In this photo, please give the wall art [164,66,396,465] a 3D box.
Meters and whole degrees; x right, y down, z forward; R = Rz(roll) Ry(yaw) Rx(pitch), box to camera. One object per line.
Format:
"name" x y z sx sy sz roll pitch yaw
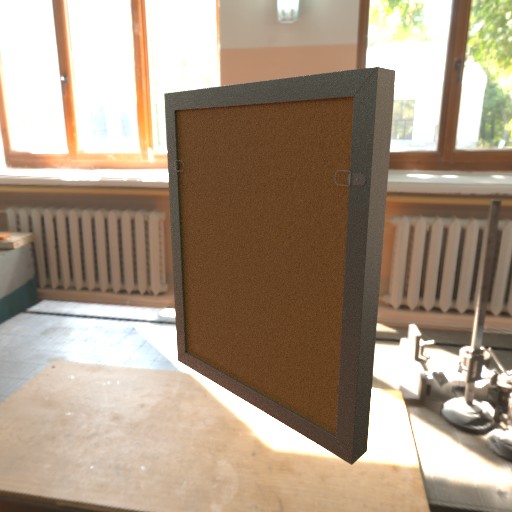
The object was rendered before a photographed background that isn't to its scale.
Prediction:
"wall art" 0.000 0.000 0.520 0.030 0.379 0.308 -14 20 -43
